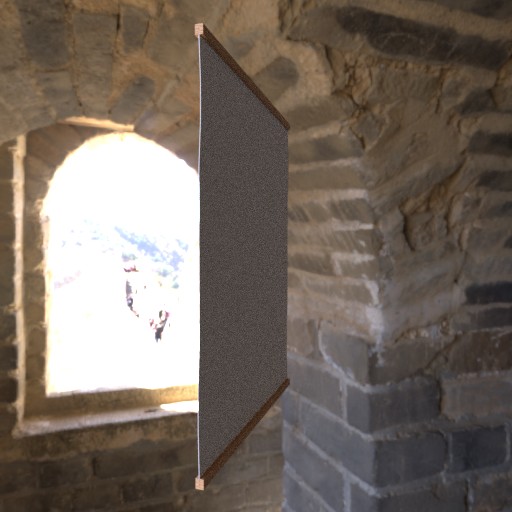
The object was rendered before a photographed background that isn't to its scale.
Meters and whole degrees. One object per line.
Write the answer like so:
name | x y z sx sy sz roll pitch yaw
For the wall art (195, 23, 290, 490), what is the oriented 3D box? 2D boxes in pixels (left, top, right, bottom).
wall art | 0.000 0.000 0.675 0.010 0.507 0.404 0 1 18
